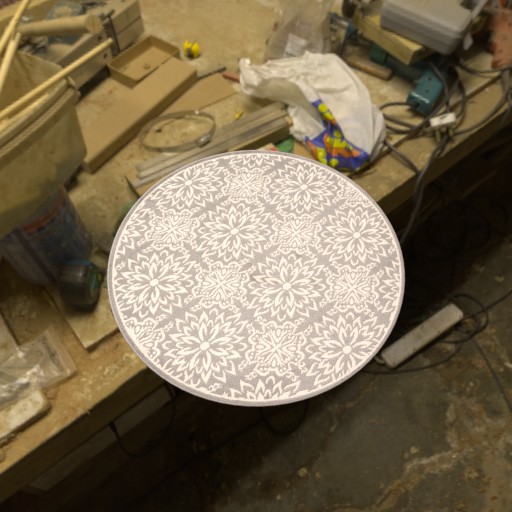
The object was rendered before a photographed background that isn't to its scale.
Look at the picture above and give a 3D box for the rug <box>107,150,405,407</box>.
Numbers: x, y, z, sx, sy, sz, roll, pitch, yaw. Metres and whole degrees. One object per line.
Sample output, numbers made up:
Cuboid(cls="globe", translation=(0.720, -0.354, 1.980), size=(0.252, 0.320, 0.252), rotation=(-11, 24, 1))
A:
Cuboid(cls="rug", translation=(0.000, 0.000, 2.408), size=(1.593, 0.012, 1.593), rotation=(0, 58, 0))
